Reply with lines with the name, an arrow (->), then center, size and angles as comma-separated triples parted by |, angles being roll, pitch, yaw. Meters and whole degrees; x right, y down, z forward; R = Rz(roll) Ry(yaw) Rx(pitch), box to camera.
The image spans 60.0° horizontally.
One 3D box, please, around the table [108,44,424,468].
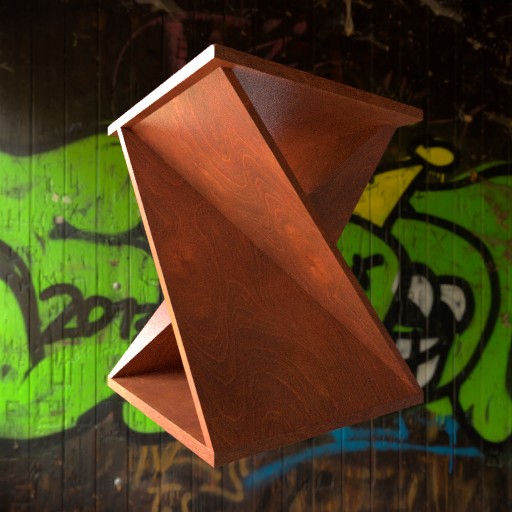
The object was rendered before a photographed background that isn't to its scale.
table -> 0.000, 0.000, 0.839 | 0.427, 0.520, 0.427 | 0, 0, -35
